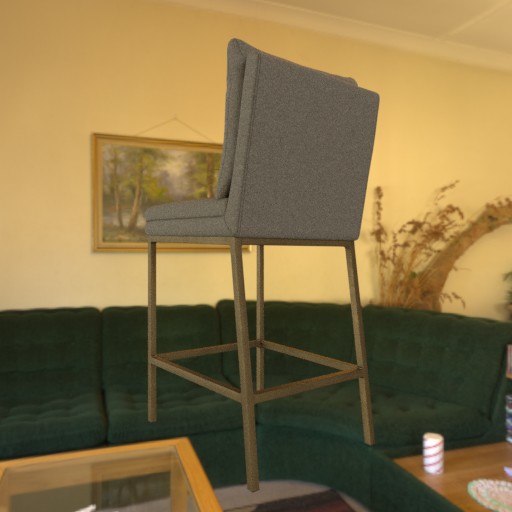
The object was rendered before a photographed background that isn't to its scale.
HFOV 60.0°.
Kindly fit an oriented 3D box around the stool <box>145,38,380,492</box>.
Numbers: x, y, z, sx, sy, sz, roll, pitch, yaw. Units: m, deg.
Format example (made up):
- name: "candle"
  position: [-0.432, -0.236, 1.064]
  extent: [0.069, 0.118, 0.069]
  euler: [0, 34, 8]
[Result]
- name: "stool"
  position: [0.000, 0.000, 1.303]
  extent: [0.463, 1.030, 0.569]
  euler: [0, 0, -37]
